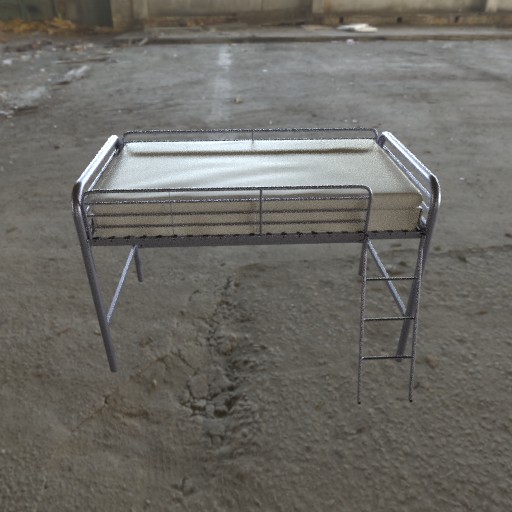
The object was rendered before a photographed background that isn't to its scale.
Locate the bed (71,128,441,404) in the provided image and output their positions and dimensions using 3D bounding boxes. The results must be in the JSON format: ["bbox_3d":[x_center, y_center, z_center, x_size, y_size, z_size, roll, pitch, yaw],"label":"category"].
[{"bbox_3d":[0.000,0.000,2.936,1.965,1.288,1.415,-1,32,-2],"label":"bed"}]
